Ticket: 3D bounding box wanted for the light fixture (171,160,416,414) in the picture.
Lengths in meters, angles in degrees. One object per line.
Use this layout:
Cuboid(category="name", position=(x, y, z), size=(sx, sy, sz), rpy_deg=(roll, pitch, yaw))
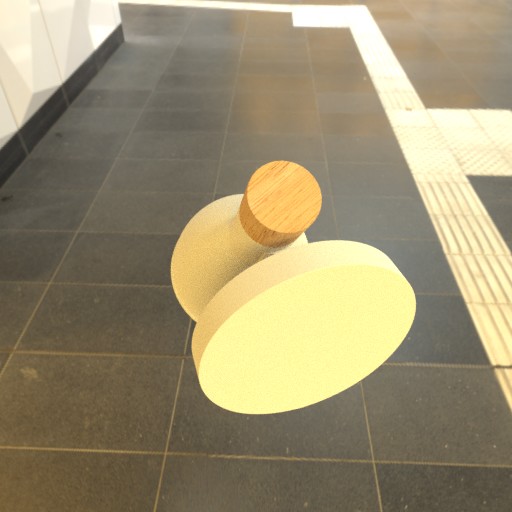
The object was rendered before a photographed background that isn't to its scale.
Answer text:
Cuboid(category="light fixture", position=(0.000, 0.000, 0.332), size=(0.127, 0.199, 0.209), rpy_deg=(-12, 43, -13))
